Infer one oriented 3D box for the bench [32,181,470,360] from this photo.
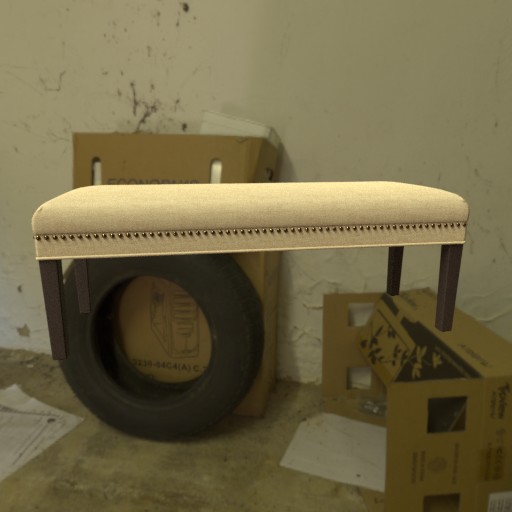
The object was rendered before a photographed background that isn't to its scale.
[{"bbox_3d":[0.000,0.000,1.445,1.219,0.457,0.410,-2,14,-9],"label":"bench"}]
